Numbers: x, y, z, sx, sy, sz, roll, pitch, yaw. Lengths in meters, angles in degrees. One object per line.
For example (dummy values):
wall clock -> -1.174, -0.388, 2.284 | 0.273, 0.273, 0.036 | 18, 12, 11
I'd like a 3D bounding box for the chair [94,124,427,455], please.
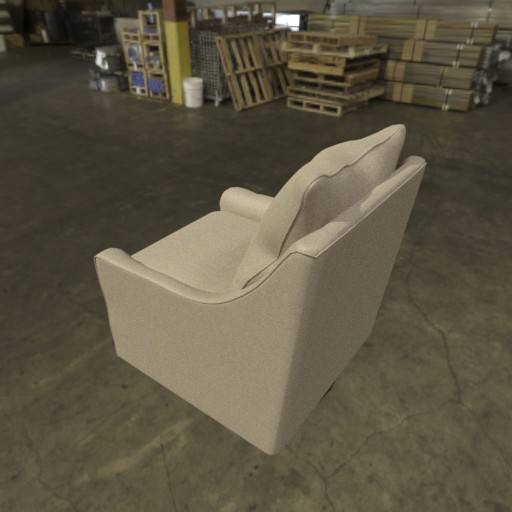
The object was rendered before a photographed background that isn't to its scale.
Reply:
chair -> 0.000, 0.000, 1.598 | 0.876, 0.942, 0.760 | 21, 38, 30
